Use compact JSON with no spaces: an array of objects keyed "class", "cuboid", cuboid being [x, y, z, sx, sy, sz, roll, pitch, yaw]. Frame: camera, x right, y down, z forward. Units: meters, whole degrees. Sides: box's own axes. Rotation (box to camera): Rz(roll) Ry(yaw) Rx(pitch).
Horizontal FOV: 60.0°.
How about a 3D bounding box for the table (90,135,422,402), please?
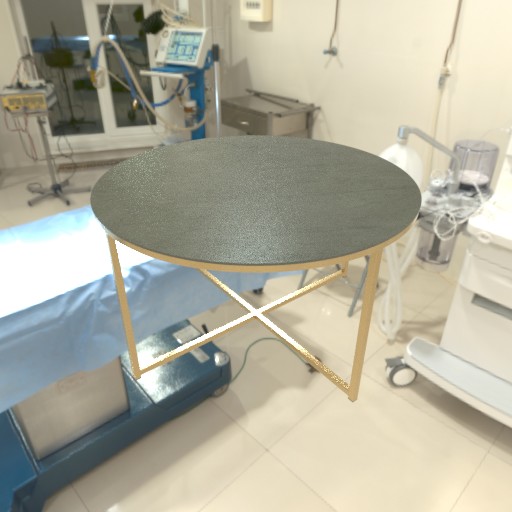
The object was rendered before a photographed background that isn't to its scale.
[{"class":"table","cuboid":[0.000,0.000,1.240,0.800,0.450,0.800,0,31,0]}]
